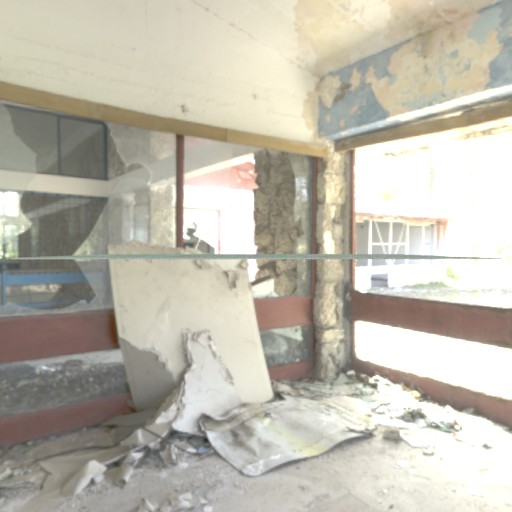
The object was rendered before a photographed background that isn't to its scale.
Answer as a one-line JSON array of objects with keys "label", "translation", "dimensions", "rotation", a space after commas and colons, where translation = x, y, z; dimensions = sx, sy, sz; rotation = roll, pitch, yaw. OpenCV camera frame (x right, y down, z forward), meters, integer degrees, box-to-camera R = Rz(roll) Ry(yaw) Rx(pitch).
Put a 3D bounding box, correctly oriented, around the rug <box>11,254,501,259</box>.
[{"label": "rug", "translation": [0.000, 0.000, 2.828], "dimensions": [2.286, 0.006, 1.524], "rotation": [0, 1, 0]}]
